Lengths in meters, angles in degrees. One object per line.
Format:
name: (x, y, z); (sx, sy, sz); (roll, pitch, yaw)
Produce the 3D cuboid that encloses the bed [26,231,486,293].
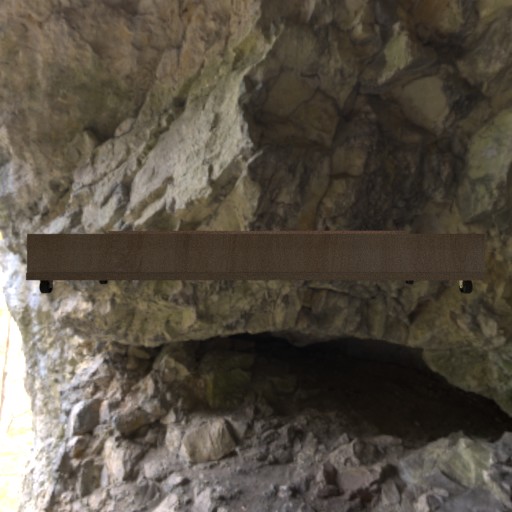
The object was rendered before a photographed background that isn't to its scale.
bed: (0.000, 0.000, 1.483); (1.200, 0.209, 0.685); (0, 0, 0)
